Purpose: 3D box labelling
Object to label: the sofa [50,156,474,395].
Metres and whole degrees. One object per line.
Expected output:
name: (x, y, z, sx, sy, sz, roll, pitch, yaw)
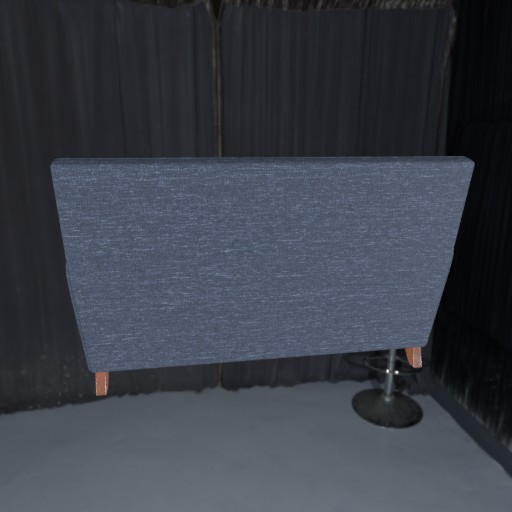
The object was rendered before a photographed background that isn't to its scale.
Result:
sofa: (0.000, 0.000, 1.894, 1.420, 0.846, 0.875, -2, 14, -9)
